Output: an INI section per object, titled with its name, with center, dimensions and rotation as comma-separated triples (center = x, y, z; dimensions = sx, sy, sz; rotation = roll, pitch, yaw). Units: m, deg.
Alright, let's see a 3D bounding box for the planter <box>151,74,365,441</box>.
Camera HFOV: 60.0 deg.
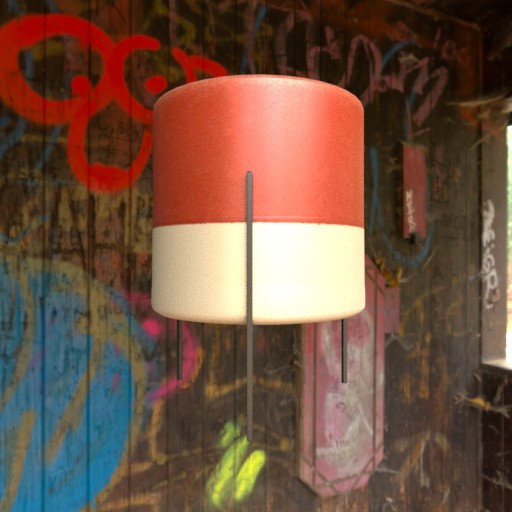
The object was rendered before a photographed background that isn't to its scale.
[planter]
center = 0.000, 0.000, 0.739
dimensions = 0.354, 0.465, 0.345
rotation = 0, 0, 34
